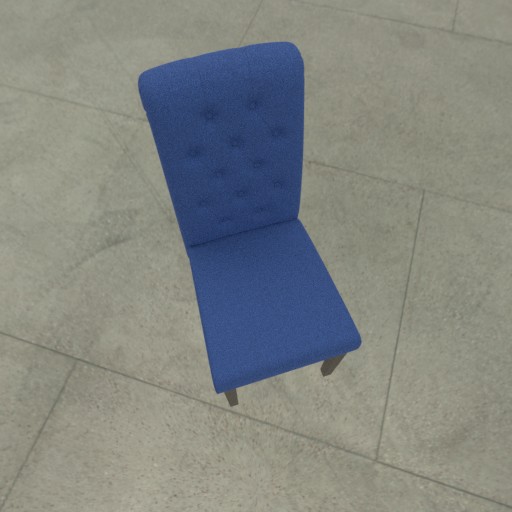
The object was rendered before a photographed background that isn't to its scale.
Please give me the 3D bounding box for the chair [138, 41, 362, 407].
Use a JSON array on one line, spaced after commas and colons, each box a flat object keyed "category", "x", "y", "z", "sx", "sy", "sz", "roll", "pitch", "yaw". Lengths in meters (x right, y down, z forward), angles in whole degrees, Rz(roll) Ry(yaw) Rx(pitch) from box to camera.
[{"category": "chair", "x": 0.000, "y": 0.000, "z": 1.369, "sx": 0.456, "sy": 1.006, "sz": 0.671, "roll": -15, "pitch": 63, "yaw": -8}]
